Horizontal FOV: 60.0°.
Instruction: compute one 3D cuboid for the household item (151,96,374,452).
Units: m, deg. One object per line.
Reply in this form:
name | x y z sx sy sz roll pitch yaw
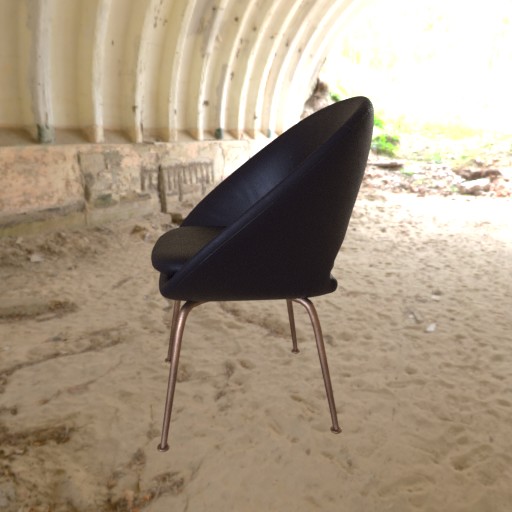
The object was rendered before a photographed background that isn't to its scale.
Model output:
household item | 0.000 0.000 1.249 0.573 0.852 0.623 -2 15 -9
